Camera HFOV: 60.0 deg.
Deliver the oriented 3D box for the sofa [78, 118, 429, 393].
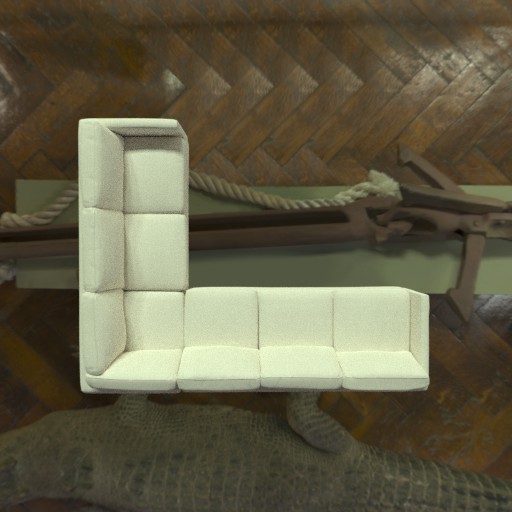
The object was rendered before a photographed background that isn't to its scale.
[{"bbox_3d":[0.000,0.000,4.368,3.302,0.947,2.593,0,91,-1],"label":"sofa"}]
